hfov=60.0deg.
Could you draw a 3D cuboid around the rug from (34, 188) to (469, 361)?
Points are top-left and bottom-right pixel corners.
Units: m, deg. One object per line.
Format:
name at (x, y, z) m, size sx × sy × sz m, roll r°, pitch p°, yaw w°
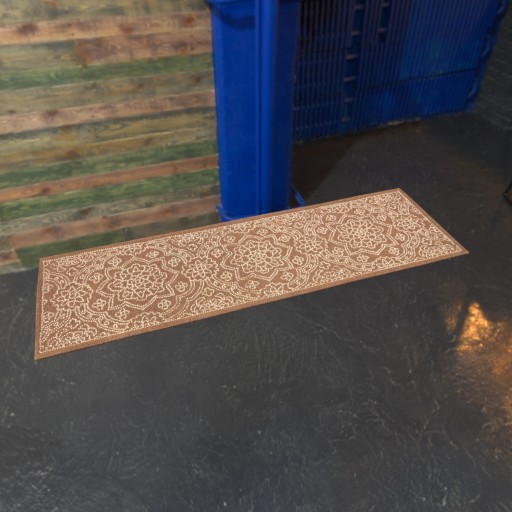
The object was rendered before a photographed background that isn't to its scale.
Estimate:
rug at (0.000, 0.000, 2.636) m, size 2.448 × 0.012 × 0.769 m, roll -12°, pitch 42°, yaw -14°
